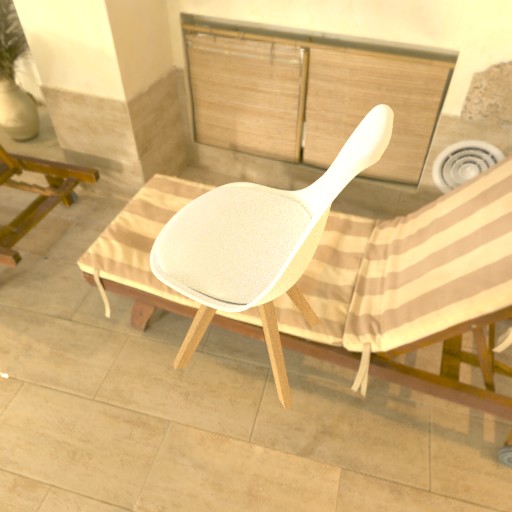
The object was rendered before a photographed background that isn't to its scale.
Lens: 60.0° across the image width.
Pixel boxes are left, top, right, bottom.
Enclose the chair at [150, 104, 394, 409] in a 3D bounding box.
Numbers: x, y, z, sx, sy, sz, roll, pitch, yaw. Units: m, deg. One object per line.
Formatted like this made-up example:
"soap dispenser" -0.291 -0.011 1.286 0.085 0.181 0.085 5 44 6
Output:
"chair" 0.000 0.000 1.207 0.550 0.849 0.485 15 47 15
